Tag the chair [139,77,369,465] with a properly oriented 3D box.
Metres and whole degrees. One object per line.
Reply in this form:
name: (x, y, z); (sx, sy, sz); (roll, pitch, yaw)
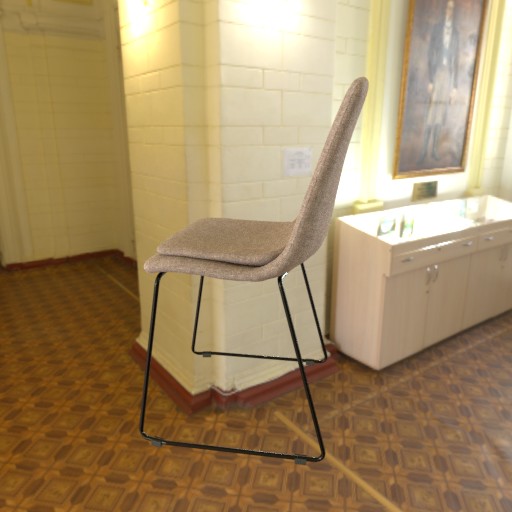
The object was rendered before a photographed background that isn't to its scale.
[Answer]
chair: (0.000, 0.000, 1.161); (0.518, 0.858, 0.479); (3, 16, 9)
